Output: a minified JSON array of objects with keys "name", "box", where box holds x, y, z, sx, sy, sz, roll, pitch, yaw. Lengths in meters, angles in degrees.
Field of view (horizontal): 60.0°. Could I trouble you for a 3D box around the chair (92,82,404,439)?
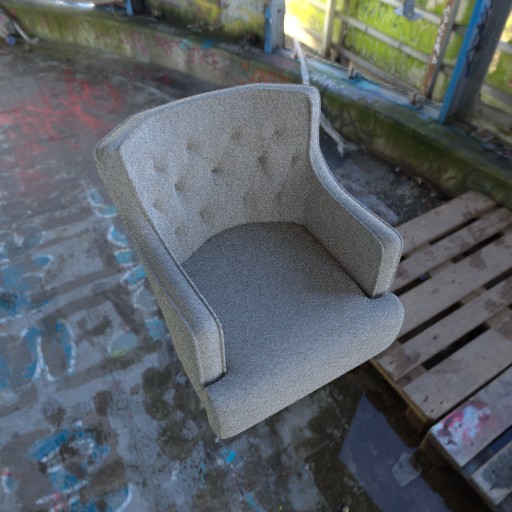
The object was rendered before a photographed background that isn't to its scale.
[{"name":"chair","box":[0.000,0.000,1.679,0.820,0.920,0.910,-23,51,-20]}]
